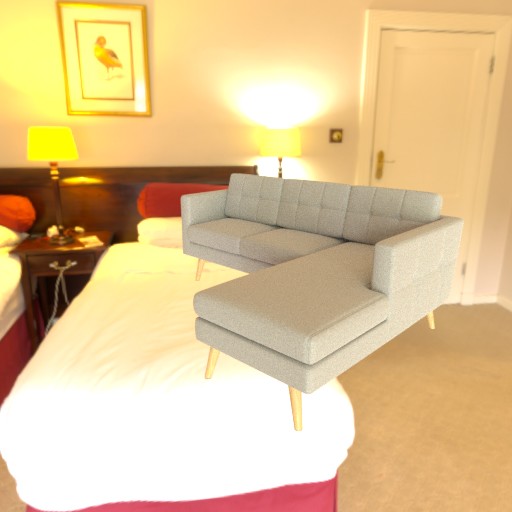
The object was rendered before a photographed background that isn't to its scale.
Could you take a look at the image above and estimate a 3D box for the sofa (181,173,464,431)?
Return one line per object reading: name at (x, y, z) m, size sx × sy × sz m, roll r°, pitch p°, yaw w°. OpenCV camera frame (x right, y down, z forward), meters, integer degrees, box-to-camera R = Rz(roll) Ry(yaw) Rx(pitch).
sofa at (0.000, 0.000, 2.870) m, size 2.040 × 0.860 × 1.530 m, roll 15°, pitch 22°, yaw 42°
